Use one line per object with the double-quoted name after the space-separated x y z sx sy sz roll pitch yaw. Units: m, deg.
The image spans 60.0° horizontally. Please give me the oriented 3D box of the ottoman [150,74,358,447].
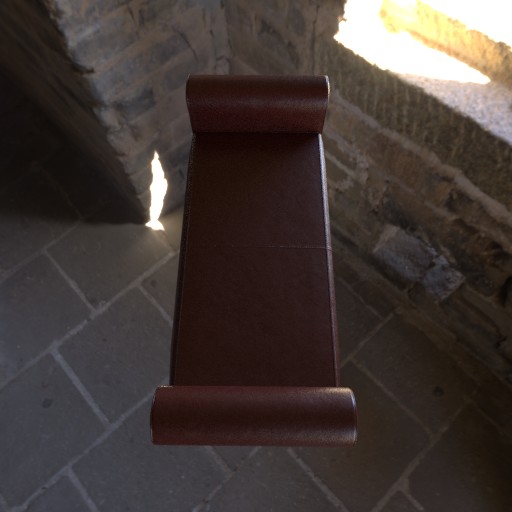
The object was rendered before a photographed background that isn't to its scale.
0.000 0.000 1.565 0.521 0.547 1.256 0 64 0 "ottoman"
